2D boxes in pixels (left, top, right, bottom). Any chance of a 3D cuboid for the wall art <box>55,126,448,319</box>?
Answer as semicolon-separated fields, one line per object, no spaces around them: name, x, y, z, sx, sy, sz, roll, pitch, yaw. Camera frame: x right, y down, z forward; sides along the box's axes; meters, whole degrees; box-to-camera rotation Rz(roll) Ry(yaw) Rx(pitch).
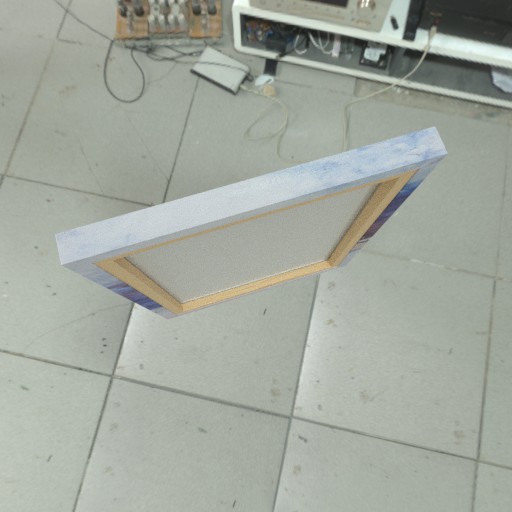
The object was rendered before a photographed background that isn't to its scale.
wall art;0.000;0.000;0.765;0.437;0.581;0.036;-17;77;-4
